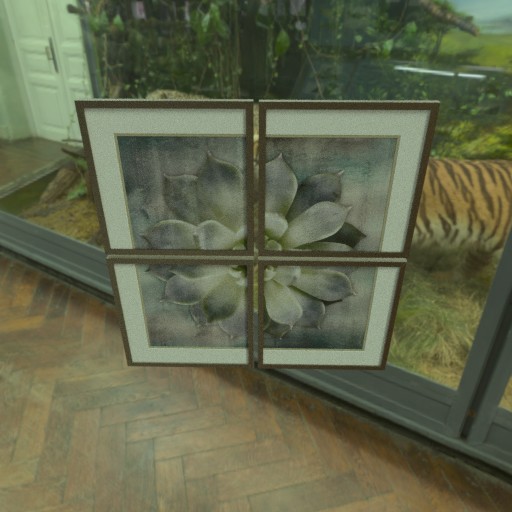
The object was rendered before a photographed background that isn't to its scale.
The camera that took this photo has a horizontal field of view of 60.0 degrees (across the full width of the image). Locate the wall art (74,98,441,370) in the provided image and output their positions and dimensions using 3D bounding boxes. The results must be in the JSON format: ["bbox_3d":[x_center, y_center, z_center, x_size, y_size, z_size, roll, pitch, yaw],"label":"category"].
[{"bbox_3d":[0.000,0.000,1.524,1.032,1.032,0.030,1,31,1],"label":"wall art"}]
